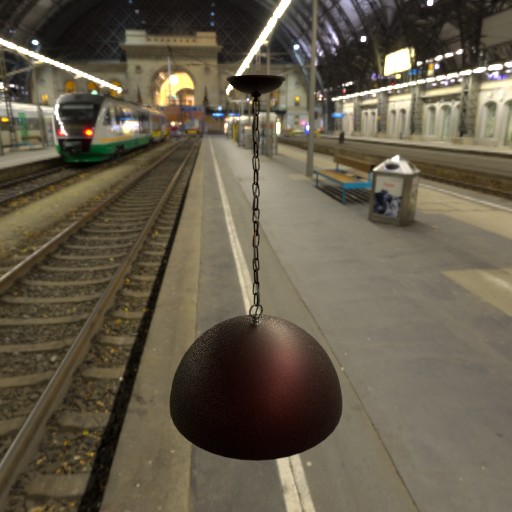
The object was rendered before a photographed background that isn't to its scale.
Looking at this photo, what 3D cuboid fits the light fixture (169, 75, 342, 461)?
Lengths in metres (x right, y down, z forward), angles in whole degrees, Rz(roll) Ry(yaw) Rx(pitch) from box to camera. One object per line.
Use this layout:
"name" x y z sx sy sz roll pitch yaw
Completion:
"light fixture" 0.000 0.000 1.161 0.492 0.869 0.492 -8 18 -26
